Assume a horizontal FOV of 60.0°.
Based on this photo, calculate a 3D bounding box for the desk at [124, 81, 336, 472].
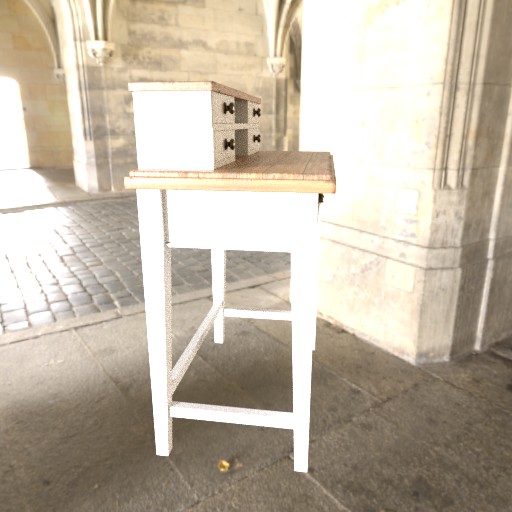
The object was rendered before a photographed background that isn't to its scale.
[{"bbox_3d":[0.000,0.000,1.411,0.462,0.981,0.814,3,17,9],"label":"desk"}]
